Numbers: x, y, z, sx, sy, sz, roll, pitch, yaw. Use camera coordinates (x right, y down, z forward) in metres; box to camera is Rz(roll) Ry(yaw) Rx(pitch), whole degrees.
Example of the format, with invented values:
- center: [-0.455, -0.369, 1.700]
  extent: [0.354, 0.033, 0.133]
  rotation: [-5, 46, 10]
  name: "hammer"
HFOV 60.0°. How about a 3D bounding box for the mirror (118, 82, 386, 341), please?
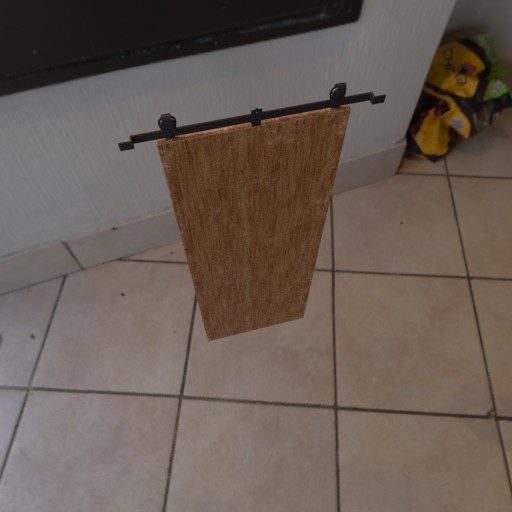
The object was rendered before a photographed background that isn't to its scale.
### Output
- center: [0.000, 0.000, 2.083]
  extent: [0.847, 1.793, 0.042]
  rotation: [-13, 60, -8]
  name: "mirror"
